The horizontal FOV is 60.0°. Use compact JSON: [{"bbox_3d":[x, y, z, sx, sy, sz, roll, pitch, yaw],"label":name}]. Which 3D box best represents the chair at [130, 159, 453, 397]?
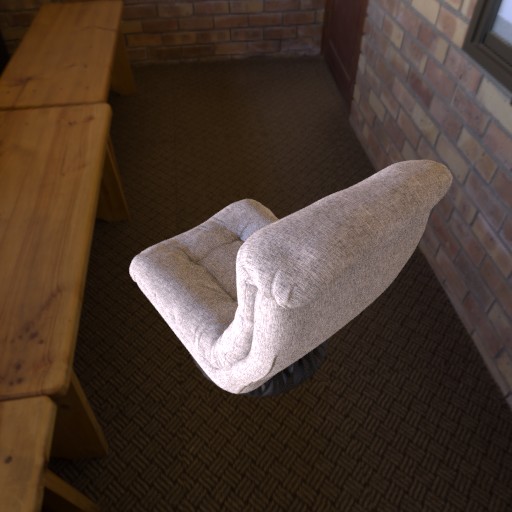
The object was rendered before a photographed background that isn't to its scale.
[{"bbox_3d":[0.000,0.000,0.962,0.400,0.600,0.583,-31,54,-26],"label":"chair"}]
